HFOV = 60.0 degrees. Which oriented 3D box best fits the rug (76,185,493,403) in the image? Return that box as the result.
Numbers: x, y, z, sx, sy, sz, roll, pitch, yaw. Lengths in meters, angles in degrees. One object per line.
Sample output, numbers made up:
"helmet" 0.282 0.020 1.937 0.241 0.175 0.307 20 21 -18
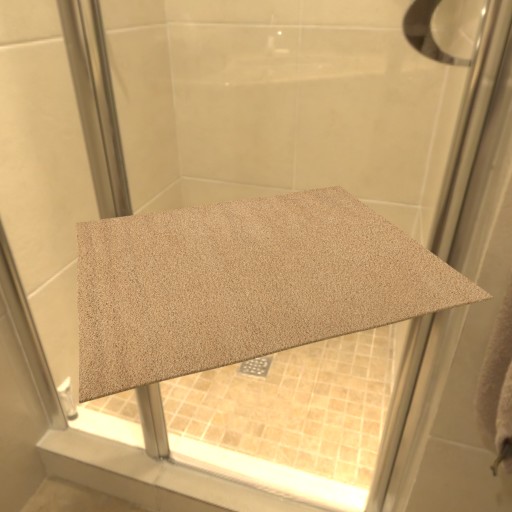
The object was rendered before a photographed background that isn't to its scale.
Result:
"rug" 0.000 0.000 3.931 3.000 0.026 2.400 -10 32 -17
